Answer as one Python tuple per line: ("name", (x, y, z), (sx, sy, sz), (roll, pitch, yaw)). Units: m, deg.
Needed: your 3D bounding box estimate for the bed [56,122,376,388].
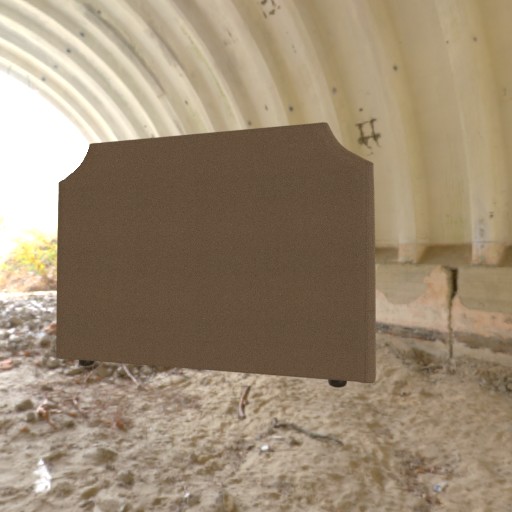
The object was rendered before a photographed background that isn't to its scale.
("bed", (0.000, 0.000, 3.373), (1.828, 1.303, 2.164), (0, 0, 17))
